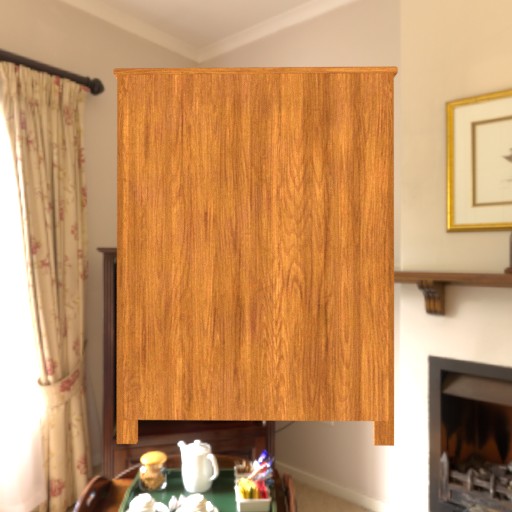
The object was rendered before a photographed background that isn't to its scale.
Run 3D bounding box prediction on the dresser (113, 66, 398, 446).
[{"bbox_3d":[0.000,0.000,1.955,1.081,1.431,0.558,0,0,1],"label":"dresser"}]
